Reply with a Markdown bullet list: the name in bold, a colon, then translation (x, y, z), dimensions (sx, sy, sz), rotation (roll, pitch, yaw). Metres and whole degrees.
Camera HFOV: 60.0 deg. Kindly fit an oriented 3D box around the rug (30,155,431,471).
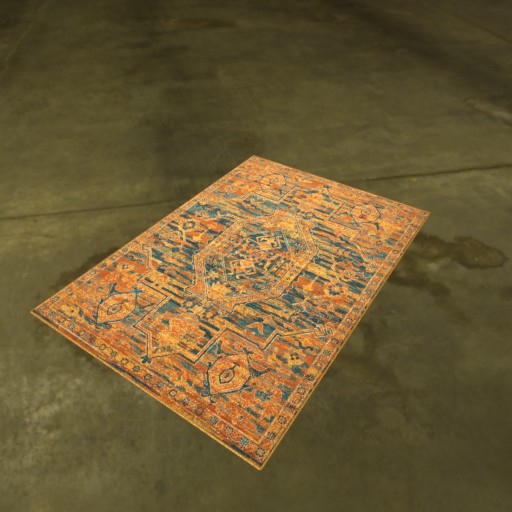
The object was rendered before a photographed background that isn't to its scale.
- **rug**: translation (0.000, 0.000, 3.734), dimensions (2.043, 0.019, 2.916), rotation (24, 46, 25)
